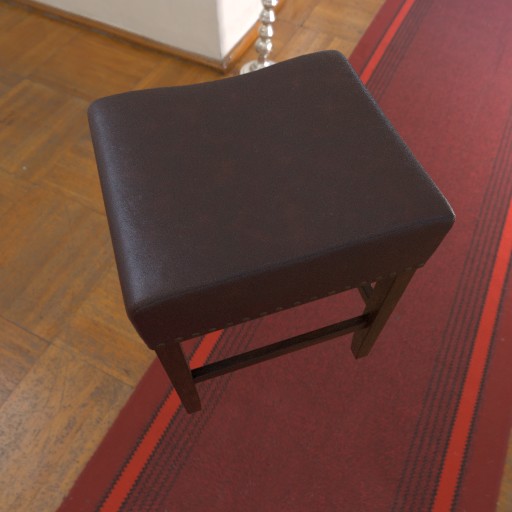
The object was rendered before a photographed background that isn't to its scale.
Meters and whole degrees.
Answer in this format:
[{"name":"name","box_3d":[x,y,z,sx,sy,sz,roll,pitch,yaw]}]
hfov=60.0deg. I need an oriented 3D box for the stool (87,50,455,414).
[{"name":"stool","box_3d":[0.000,0.000,0.909,0.465,0.608,0.397,-16,60,-10]}]
